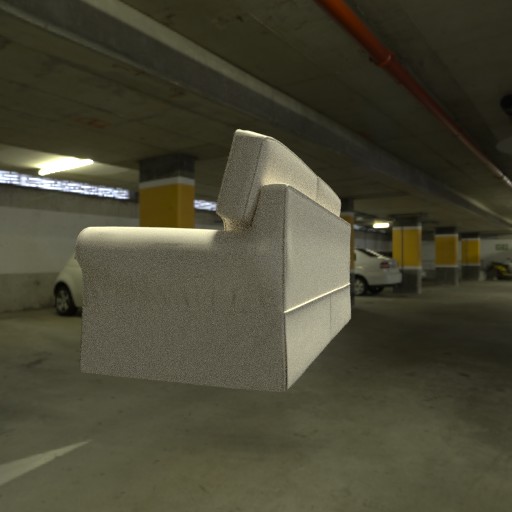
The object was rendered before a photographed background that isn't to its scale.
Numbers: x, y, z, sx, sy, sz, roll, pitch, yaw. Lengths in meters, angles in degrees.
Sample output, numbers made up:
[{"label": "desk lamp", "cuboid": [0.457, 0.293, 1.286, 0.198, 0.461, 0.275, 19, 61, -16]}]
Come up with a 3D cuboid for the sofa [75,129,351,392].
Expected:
[{"label": "sofa", "cuboid": [0.000, 0.000, 2.525, 0.862, 0.937, 2.021, 0, -1, 18]}]
